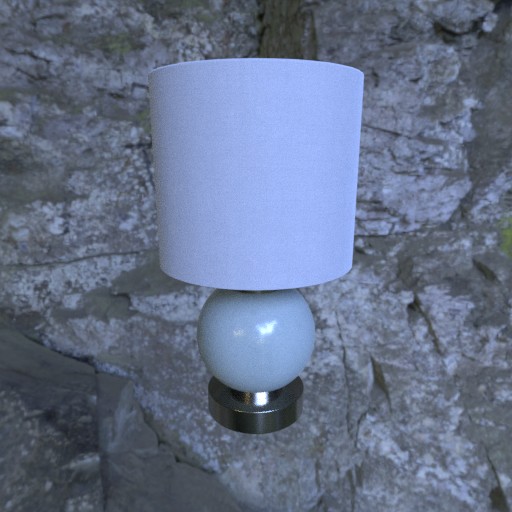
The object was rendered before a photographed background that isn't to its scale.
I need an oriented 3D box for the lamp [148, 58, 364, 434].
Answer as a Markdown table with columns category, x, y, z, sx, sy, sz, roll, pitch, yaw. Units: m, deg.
| category | x | y | z | sx | sy | sz | roll | pitch | yaw |
| --- | --- | --- | --- | --- | --- | --- | --- | --- | --- |
| lamp | 0.000 | 0.000 | 0.467 | 0.201 | 0.353 | 0.201 | 2 | 15 | 8 |
